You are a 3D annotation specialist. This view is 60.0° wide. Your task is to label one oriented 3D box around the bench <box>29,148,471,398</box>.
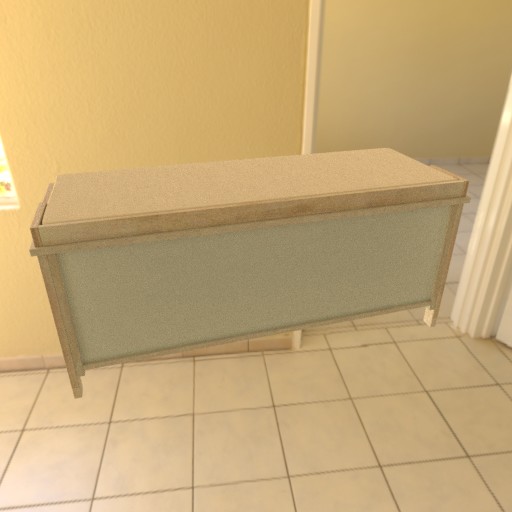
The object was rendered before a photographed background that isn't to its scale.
[{"bbox_3d":[0.000,0.000,1.364,1.140,0.501,0.398,-8,29,-14],"label":"bench"}]
